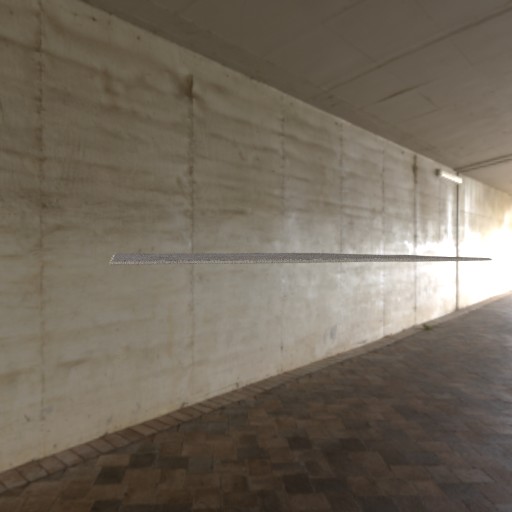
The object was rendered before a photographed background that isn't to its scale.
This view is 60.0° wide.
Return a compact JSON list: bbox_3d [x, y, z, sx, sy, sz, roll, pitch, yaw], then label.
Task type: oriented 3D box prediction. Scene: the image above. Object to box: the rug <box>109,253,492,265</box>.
[{"bbox_3d":[0.000,0.000,0.890,0.548,0.006,0.639,0,1,-17],"label":"rug"}]
